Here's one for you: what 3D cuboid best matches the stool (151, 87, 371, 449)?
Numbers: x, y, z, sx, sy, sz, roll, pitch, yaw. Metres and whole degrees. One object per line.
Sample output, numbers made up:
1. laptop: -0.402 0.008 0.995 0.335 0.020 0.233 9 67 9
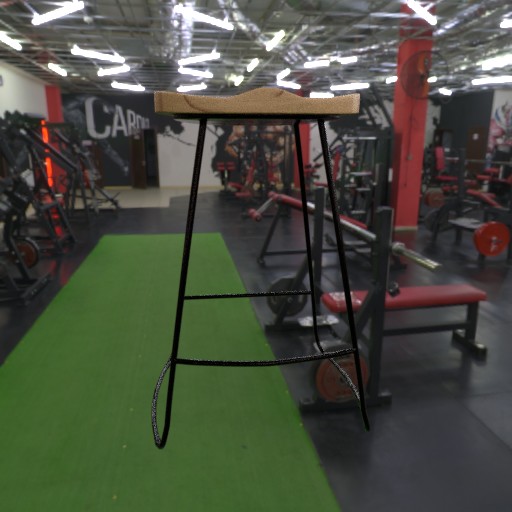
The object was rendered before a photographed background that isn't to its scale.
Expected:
1. stool: 0.000 0.000 0.965 0.480 0.679 0.401 -2 15 -7
